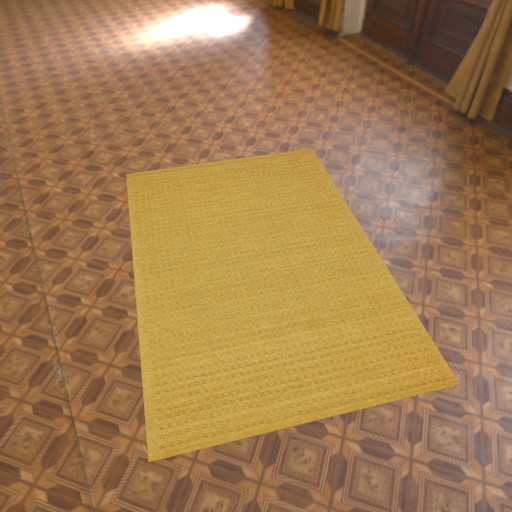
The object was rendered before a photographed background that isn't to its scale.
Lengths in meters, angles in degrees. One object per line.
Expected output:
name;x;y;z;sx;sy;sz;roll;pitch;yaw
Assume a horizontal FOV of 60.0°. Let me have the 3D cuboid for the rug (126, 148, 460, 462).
rug;0.000;0.000;3.669;1.981;0.006;2.895;-10;46;-10
